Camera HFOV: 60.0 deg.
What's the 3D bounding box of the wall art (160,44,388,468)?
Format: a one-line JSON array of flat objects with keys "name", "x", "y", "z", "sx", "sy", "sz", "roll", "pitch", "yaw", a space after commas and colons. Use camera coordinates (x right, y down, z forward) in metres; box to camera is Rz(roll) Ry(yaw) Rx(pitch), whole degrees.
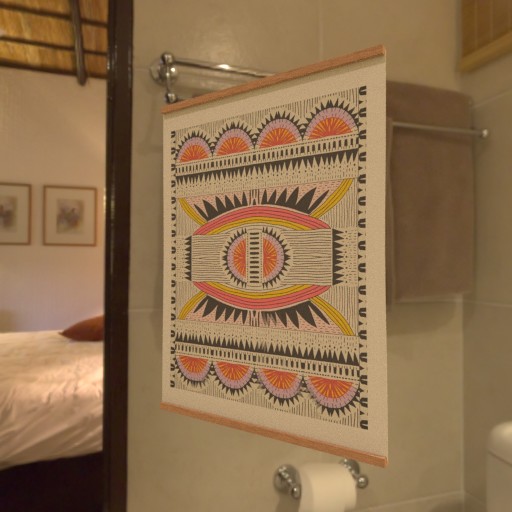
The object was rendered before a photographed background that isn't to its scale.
[{"name": "wall art", "x": 0.000, "y": 0.000, "z": 1.288, "sx": 0.765, "sy": 1.016, "sz": 0.028, "roll": -1, "pitch": -1, "yaw": 34}]
